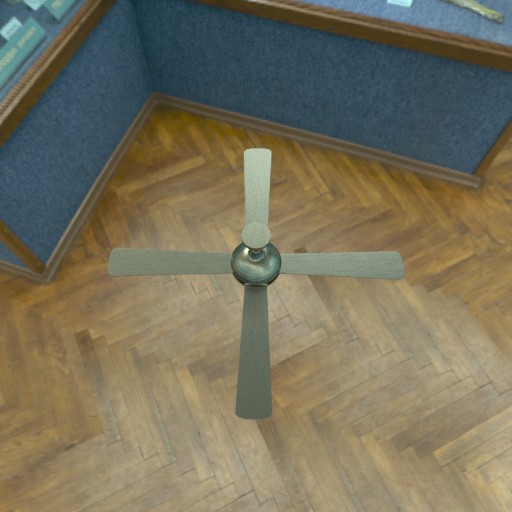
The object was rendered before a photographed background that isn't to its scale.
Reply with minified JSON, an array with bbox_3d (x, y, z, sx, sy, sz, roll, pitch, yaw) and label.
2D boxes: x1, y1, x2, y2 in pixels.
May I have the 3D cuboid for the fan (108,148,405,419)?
[{"bbox_3d":[0.000,0.000,2.010,1.321,0.381,1.321,19,65,10],"label":"fan"}]
